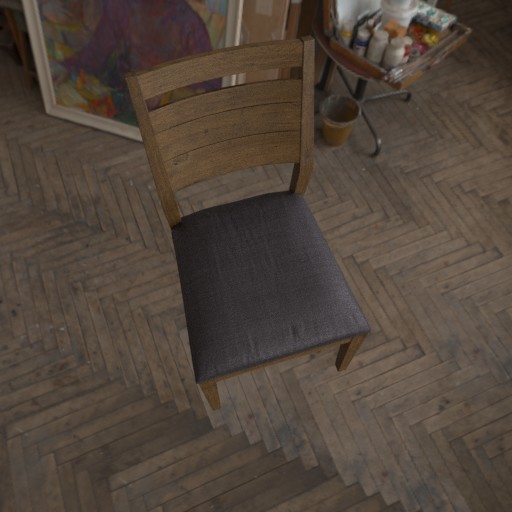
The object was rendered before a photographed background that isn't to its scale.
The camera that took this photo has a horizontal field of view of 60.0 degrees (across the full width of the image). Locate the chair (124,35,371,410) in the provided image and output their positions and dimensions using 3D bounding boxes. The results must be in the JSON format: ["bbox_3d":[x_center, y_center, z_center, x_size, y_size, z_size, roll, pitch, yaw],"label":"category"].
[{"bbox_3d":[0.000,0.000,1.270,0.501,0.939,0.610,-15,65,-7],"label":"chair"}]
